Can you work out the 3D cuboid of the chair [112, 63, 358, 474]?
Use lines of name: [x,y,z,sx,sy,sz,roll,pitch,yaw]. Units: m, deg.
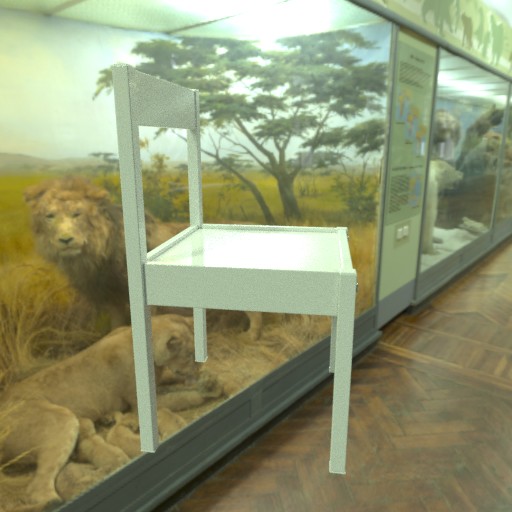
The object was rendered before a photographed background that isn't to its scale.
chair: [0.000,0.000,0.672,0.285,0.505,0.285,2,15,9]
